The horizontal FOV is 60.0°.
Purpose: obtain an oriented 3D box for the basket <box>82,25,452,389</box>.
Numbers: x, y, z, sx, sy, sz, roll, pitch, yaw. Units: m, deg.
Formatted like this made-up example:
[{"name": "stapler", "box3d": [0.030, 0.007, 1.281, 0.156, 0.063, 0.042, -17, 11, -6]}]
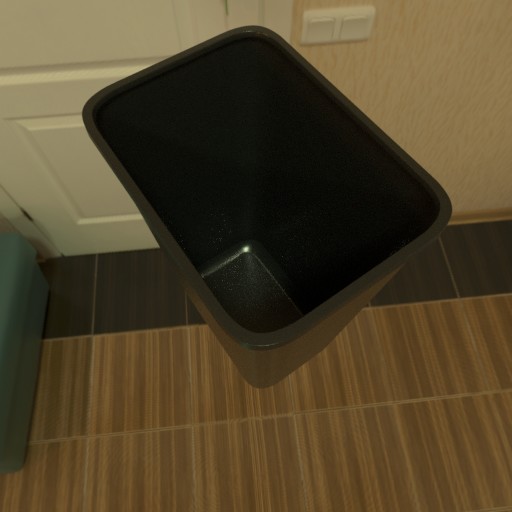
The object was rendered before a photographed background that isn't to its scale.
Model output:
[{"name": "basket", "box3d": [0.000, 0.000, 0.739, 0.287, 0.521, 0.394, -32, 68, -15]}]
